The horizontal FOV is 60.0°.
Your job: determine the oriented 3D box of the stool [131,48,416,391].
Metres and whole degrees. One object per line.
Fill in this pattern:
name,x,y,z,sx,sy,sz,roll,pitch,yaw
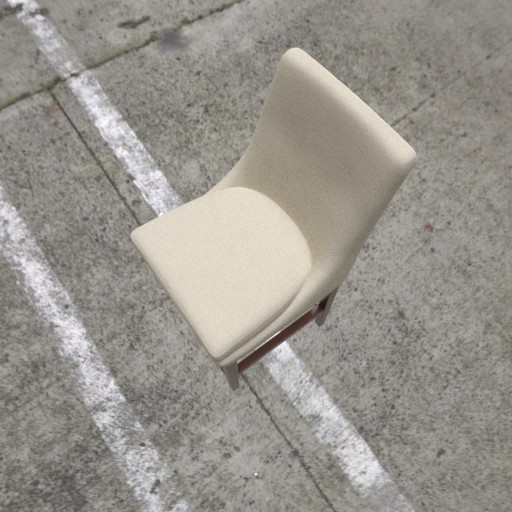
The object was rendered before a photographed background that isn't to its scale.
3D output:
stool,0.000,0.000,1.346,0.577,0.981,0.470,-33,68,-15
